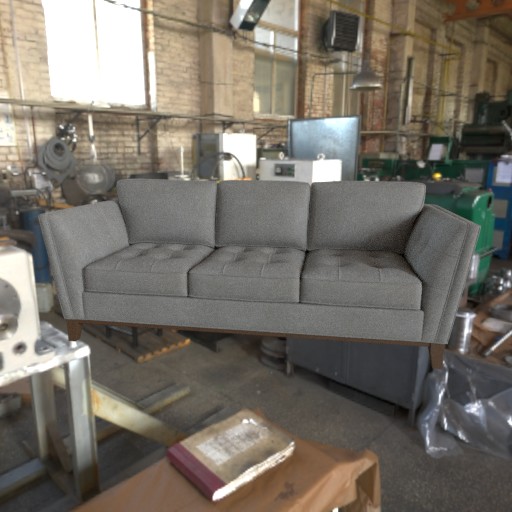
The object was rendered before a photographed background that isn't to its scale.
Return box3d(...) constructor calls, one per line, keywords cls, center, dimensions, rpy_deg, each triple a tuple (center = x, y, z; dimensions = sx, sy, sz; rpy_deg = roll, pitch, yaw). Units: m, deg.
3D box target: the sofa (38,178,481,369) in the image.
box3d(cls="sofa", center=(0.000, 0.000, 2.876), dimensions=(2.387, 0.940, 0.965), rpy_deg=(2, 13, 9))
